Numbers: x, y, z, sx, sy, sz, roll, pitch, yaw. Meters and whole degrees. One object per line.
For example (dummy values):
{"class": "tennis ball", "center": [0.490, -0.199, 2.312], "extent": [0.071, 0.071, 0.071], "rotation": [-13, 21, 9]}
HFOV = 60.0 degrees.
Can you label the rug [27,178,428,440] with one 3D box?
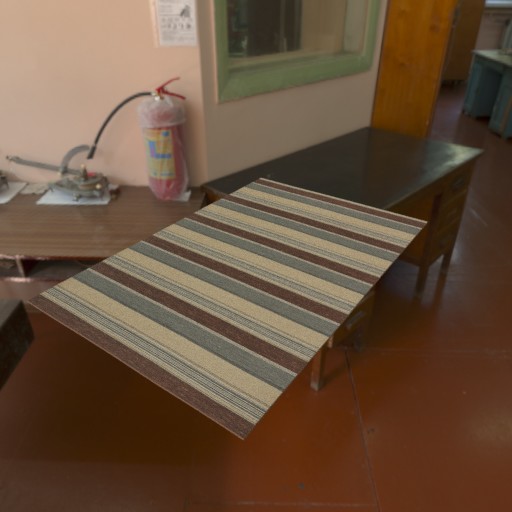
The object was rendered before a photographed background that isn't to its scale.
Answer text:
{"class": "rug", "center": [0.000, 0.000, 2.314], "extent": [1.219, 0.008, 1.829], "rotation": [21, 37, 30]}
